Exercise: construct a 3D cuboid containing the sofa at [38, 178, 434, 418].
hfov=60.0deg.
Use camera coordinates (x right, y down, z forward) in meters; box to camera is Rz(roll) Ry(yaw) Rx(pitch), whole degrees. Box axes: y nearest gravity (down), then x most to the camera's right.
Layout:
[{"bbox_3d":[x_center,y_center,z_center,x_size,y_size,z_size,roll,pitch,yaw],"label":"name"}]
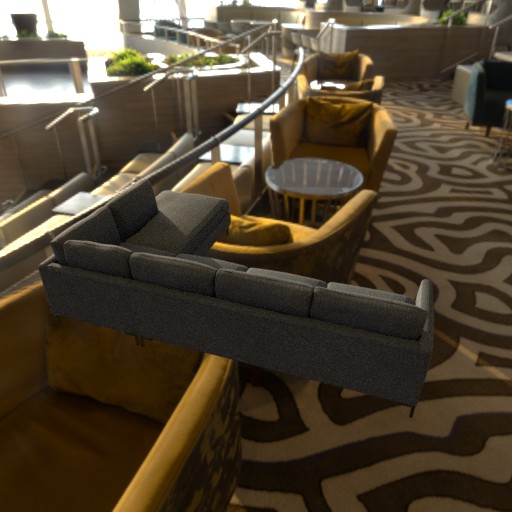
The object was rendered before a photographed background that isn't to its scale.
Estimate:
[{"bbox_3d":[0.000,0.000,3.923,2.949,0.815,2.007,10,33,16],"label":"sofa"}]
